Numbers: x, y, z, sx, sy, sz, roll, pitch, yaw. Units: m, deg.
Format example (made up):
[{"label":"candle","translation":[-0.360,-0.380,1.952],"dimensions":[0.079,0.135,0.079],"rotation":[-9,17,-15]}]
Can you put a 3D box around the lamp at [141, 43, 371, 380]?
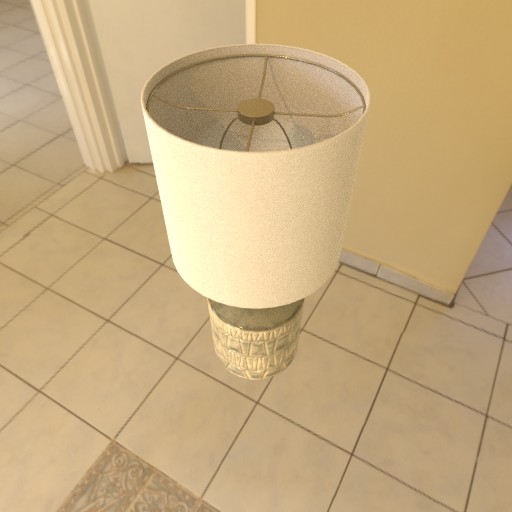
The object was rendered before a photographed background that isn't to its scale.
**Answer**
[{"label":"lamp","translation":[0.000,0.000,0.578],"dimensions":[0.211,0.455,0.211],"rotation":[15,49,14]}]
